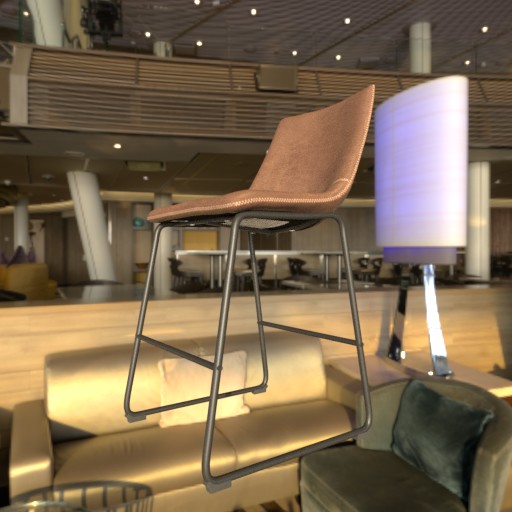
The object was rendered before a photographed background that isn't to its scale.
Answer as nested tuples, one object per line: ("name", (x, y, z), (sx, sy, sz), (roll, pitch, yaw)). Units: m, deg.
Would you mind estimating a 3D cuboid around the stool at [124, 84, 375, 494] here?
("stool", (0.000, 0.000, 1.158), (0.550, 0.890, 0.460), (0, 0, -36))
